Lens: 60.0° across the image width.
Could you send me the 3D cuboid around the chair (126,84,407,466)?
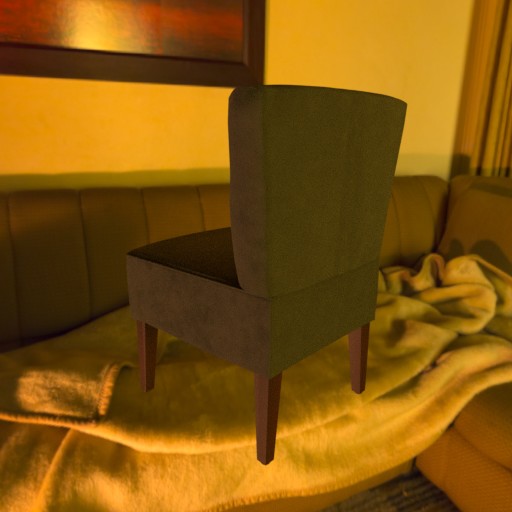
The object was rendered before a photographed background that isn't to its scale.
[{"bbox_3d":[0.000,0.000,1.175,0.554,0.806,0.521,15,22,42],"label":"chair"}]
